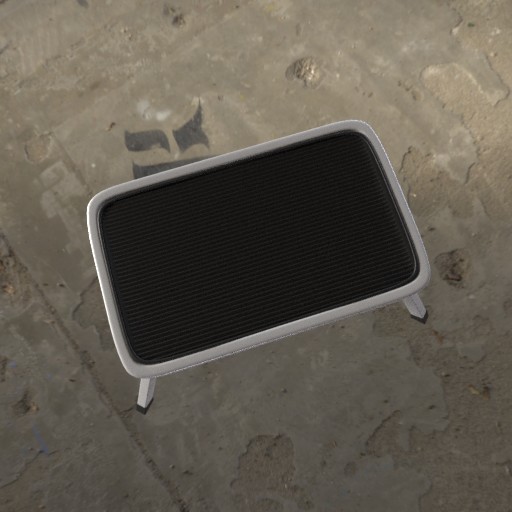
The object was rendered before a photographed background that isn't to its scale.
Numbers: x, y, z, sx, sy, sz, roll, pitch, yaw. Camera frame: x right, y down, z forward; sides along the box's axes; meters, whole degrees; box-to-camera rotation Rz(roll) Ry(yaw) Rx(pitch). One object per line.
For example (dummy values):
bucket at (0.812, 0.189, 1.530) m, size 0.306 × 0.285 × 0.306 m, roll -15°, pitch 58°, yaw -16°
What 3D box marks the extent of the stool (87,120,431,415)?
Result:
stool at (0.000, 0.000, 0.615) m, size 0.460 × 0.170 × 0.320 m, roll -17°, pitch 77°, yaw -4°
